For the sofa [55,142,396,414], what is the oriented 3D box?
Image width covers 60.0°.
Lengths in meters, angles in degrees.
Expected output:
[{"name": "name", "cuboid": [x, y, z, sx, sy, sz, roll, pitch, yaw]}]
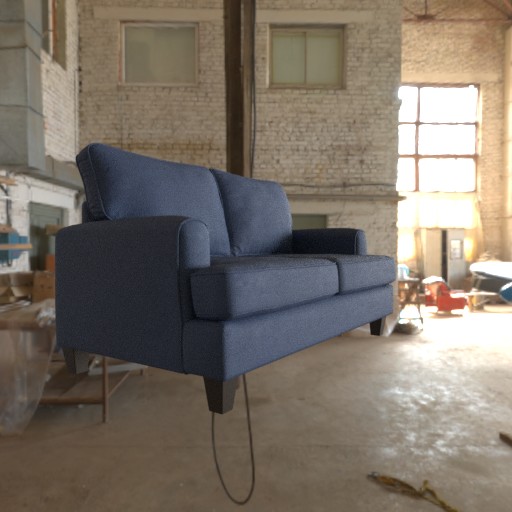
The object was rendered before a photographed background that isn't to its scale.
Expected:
[{"name": "sofa", "cuboid": [0.000, 0.000, 2.249, 0.965, 0.965, 1.651, 1, 2, 35]}]
